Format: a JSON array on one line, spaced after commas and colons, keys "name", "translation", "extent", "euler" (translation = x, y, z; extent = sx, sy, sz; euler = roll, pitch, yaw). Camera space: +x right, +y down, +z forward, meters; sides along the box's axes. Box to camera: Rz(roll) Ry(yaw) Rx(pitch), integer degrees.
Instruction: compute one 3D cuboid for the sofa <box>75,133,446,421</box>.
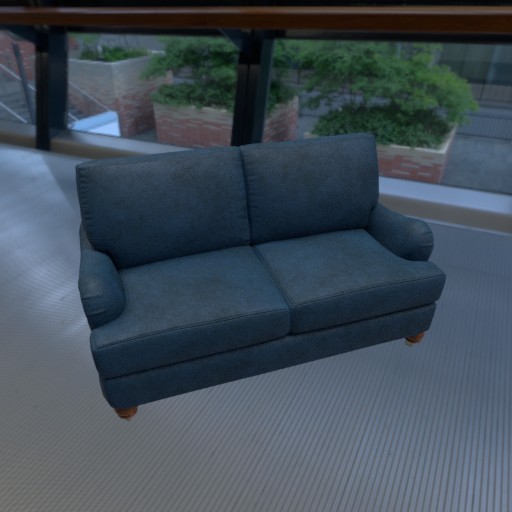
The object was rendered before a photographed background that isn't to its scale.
[{"name": "sofa", "translation": [0.000, 0.000, 2.505], "extent": [1.853, 1.101, 1.084], "euler": [-10, 32, -16]}]
